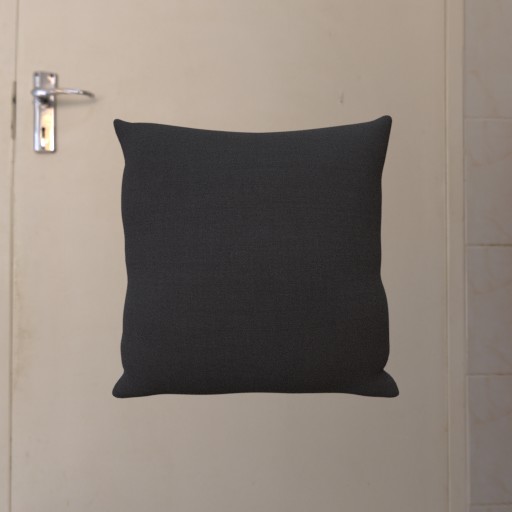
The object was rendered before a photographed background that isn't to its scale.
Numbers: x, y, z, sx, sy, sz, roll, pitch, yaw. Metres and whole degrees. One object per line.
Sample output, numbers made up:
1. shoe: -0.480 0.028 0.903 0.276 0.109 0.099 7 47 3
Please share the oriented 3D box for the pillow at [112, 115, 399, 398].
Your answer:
1. pillow: 0.000 0.000 0.784 0.503 0.496 0.208 0 -1 -1
